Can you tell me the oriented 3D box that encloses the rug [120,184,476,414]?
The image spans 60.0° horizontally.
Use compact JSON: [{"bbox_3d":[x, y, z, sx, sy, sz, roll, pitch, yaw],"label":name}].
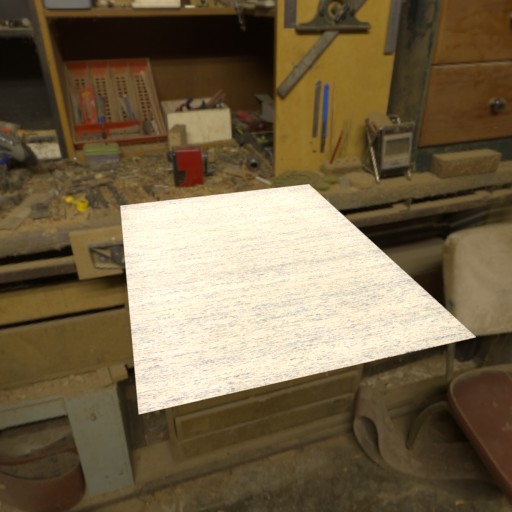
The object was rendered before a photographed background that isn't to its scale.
[{"bbox_3d":[0.000,0.000,4.299,2.438,0.006,3.197,-9,32,-14],"label":"rug"}]
